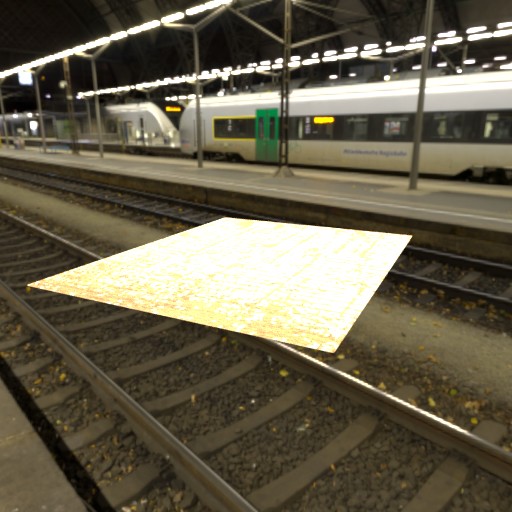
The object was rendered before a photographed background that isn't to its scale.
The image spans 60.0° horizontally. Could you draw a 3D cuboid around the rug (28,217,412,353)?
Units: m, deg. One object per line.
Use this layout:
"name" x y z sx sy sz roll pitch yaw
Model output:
"rug" 0.000 0.000 4.219 2.441 0.011 3.050 8 18 25
